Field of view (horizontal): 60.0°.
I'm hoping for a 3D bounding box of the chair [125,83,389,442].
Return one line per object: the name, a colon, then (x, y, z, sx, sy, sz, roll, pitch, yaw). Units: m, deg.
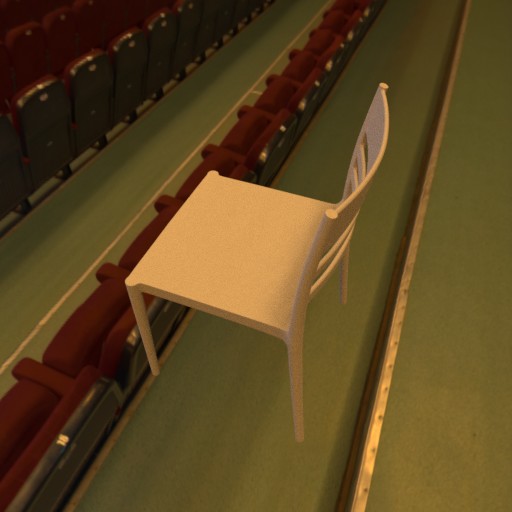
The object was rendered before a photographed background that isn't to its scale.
chair: (0.000, 0.000, 1.160, 0.511, 0.800, 0.531, 16, 49, 14)
